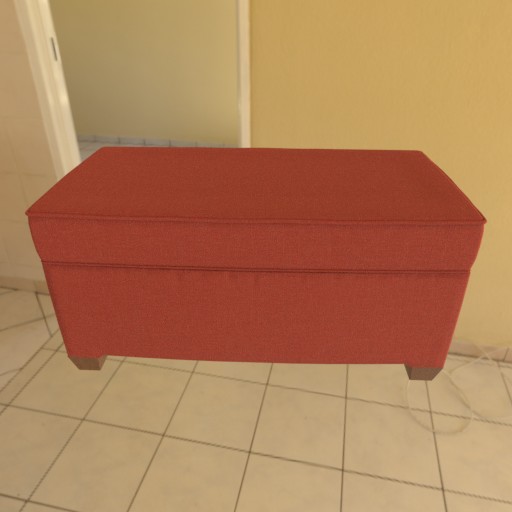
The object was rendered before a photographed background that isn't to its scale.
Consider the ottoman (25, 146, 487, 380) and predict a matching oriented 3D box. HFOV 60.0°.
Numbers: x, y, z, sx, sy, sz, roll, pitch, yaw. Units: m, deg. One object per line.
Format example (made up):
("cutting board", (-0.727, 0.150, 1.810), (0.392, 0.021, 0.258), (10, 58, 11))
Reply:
("ottoman", (0.000, 0.000, 1.187), (0.948, 0.454, 0.497), (1, 30, 2))
